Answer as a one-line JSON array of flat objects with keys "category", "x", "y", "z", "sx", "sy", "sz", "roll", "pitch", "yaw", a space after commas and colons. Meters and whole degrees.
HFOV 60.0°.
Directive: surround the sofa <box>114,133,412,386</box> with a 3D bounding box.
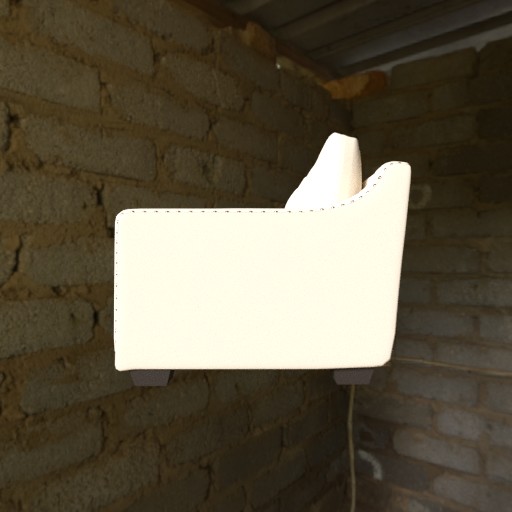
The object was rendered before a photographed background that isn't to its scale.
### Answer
[{"category": "sofa", "x": 0.000, "y": 0.000, "z": 2.260, "sx": 0.949, "sy": 0.830, "sz": 1.812, "roll": 0, "pitch": -1, "yaw": 0}]
